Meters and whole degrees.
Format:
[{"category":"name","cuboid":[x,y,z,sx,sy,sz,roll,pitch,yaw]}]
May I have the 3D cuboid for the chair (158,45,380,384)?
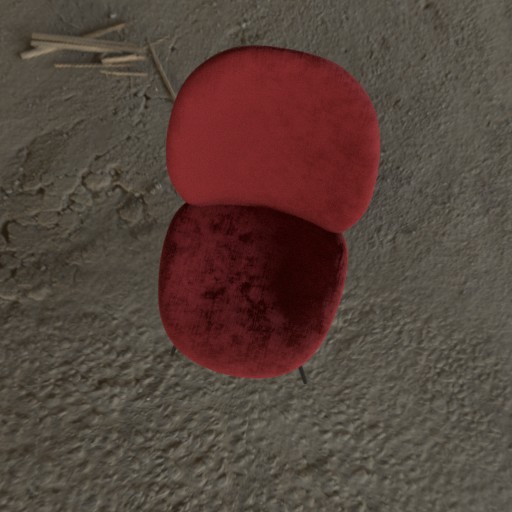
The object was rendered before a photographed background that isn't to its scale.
[{"category":"chair","cuboid":[0.000,0.000,1.105,0.458,0.791,0.587,11,75,3]}]
